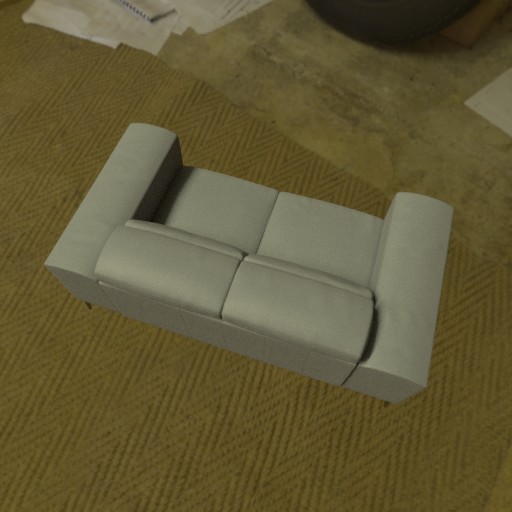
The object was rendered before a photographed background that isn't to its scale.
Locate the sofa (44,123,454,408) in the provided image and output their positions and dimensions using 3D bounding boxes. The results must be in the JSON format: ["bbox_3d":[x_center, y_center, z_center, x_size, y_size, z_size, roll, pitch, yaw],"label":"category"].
[{"bbox_3d":[0.000,0.000,2.449,1.895,0.779,1.003,16,64,8],"label":"sofa"}]
